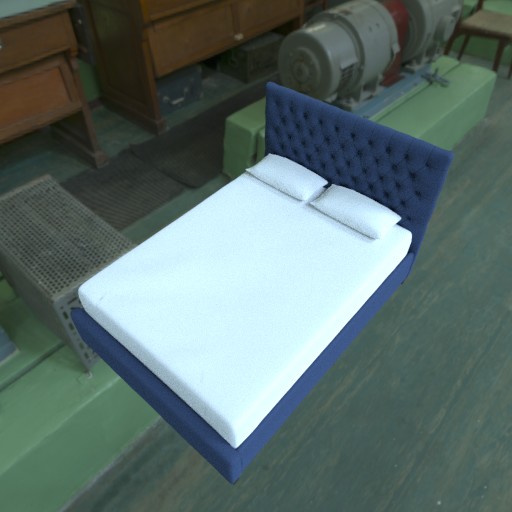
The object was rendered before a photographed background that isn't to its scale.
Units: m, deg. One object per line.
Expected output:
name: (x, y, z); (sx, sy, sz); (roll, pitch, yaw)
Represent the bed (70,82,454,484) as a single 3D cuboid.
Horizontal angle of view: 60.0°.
bed: (0.000, 0.000, 3.384); (1.706, 1.427, 2.387); (32, 54, 27)
